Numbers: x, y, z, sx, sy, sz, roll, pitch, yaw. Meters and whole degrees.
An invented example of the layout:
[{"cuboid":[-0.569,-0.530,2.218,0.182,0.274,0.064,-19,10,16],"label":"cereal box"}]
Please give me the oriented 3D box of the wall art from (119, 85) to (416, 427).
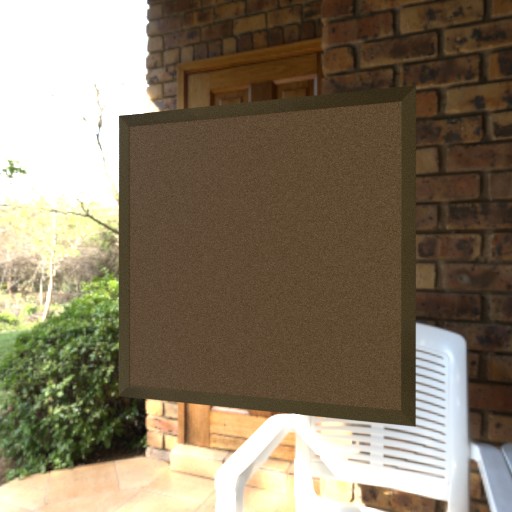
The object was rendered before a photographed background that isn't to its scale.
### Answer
[{"cuboid":[0.000,0.000,0.749,0.507,0.508,0.038,0,0,16],"label":"wall art"}]
